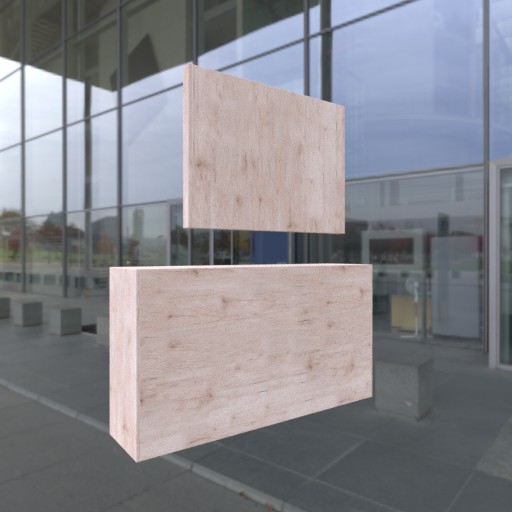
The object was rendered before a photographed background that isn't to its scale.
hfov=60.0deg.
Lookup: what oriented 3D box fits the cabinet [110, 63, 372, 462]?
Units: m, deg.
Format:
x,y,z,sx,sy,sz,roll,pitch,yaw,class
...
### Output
x,y,z,sx,sy,sz,roll,pitch,yaw,class
0.000,0.000,2.778,1.700,1.981,0.420,0,0,-35,cabinet
